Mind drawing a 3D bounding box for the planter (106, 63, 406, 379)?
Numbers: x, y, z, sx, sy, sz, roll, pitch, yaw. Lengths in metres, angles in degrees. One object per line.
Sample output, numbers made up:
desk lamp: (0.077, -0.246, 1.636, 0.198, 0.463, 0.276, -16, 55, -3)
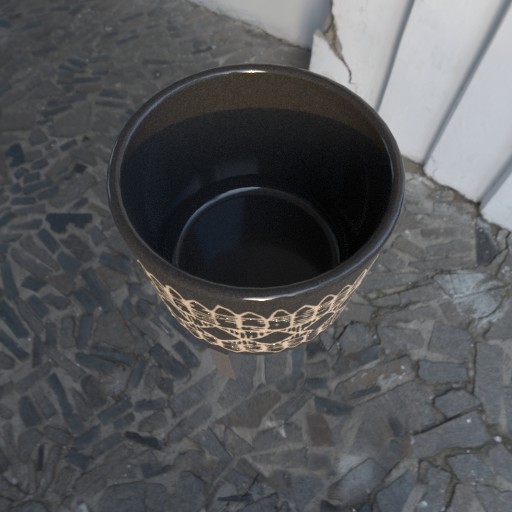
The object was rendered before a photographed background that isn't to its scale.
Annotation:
planter: (0.000, 0.000, 0.407, 0.196, 0.264, 0.196, -35, 67, -17)
